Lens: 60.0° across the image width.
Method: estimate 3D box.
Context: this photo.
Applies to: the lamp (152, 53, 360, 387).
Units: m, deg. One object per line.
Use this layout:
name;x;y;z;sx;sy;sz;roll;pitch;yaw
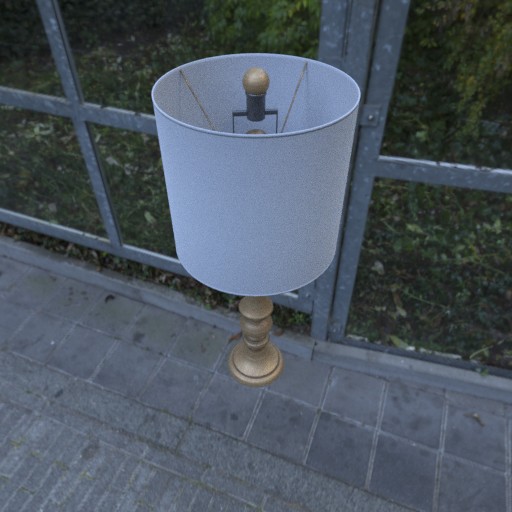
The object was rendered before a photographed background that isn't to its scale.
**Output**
lamp;0.000;0.000;0.723;0.250;0.597;0.250;25;48;25
